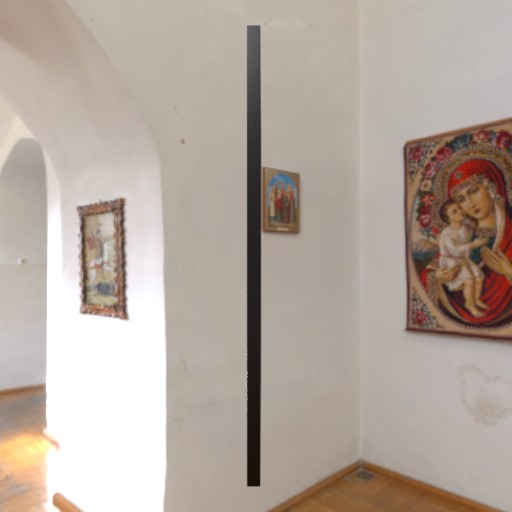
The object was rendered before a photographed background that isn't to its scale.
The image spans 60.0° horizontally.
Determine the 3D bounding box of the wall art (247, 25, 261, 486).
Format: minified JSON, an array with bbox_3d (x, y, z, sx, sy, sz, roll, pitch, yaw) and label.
[{"bbox_3d":[0.000,0.000,0.567,0.013,0.432,0.304,0,0,1],"label":"wall art"}]
